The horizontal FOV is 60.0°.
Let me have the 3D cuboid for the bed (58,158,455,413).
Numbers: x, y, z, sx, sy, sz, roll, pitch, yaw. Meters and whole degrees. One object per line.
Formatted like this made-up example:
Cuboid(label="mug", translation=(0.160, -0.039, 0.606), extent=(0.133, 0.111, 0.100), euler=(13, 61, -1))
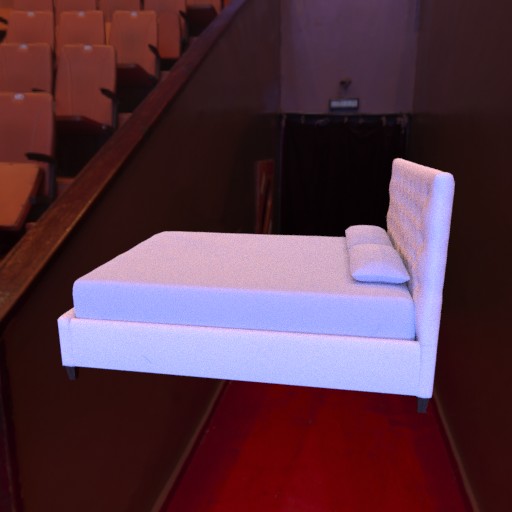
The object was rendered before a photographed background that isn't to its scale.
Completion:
Cuboid(label="bed", translation=(0.000, 0.000, 3.441), extent=(2.387, 1.427, 1.698), euler=(2, 15, 9))
